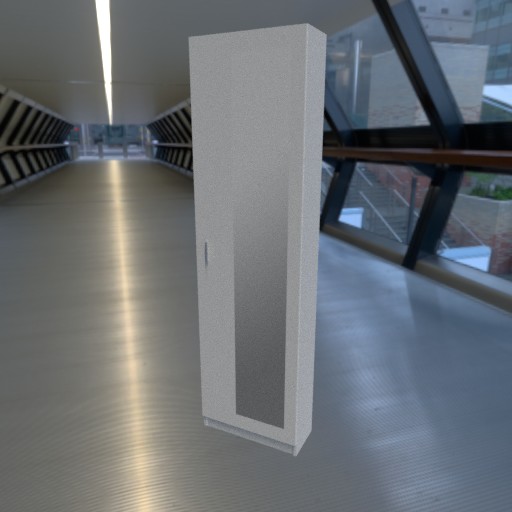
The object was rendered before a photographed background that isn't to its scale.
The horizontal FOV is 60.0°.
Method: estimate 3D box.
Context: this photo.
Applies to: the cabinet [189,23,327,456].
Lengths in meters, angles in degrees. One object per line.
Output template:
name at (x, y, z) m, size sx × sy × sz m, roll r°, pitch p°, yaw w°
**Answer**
cabinet at (0.000, 0.000, 1.971) m, size 0.500 × 1.790 × 0.230 m, roll 8°, pitch 17°, yaw 26°
